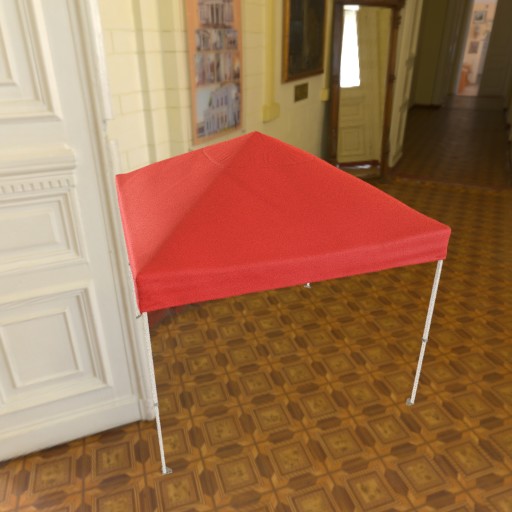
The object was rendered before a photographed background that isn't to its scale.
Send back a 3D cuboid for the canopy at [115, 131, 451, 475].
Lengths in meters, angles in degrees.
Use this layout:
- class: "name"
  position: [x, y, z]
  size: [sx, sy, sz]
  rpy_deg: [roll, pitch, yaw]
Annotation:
- class: "canopy"
  position: [0.000, 0.000, 5.426]
  size: [2.996, 2.997, 2.998]
  rpy_deg: [-9, 28, -17]
